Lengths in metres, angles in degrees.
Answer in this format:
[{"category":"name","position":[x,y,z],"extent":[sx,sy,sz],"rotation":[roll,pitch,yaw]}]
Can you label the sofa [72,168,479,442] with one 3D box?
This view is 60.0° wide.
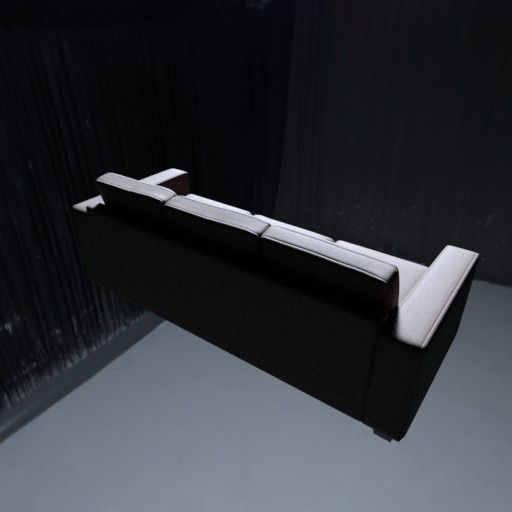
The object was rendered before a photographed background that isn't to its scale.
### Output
[{"category":"sofa","position":[0.000,0.000,2.550],"extent":[2.160,0.806,0.900],"rotation":[20,36,30]}]
